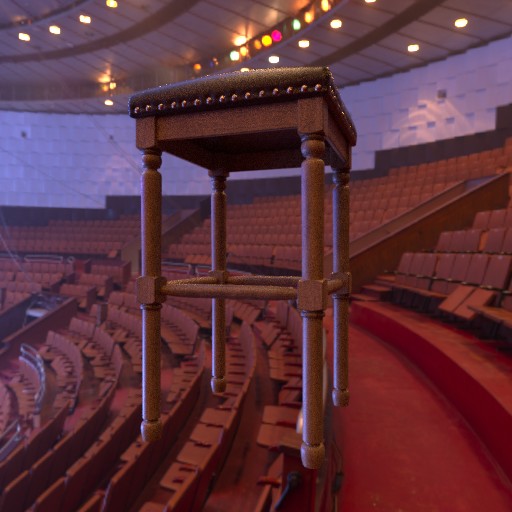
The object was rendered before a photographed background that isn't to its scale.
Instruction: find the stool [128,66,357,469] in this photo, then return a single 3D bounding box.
[{"bbox_3d":[0.000,0.000,0.948,0.383,0.702,0.382,0,0,20],"label":"stool"}]
